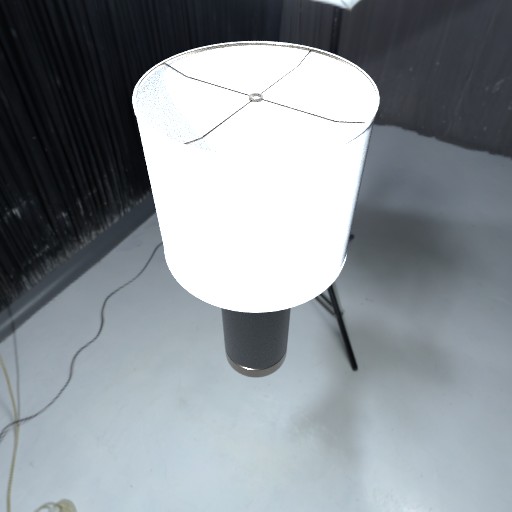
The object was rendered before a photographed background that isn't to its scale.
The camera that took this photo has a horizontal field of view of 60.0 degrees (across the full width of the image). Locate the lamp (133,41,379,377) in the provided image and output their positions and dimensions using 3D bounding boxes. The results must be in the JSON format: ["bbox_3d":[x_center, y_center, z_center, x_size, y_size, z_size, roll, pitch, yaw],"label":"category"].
[{"bbox_3d":[0.000,0.000,0.614,0.241,0.482,0.240,25,51,22],"label":"lamp"}]
